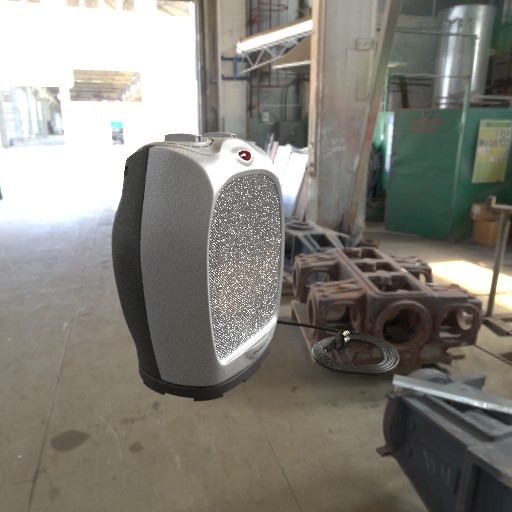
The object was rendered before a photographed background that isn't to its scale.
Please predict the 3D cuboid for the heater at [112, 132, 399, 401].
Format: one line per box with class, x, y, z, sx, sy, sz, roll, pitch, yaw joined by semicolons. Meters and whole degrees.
heater;0.000;0.000;0.474;0.291;0.255;0.239;9;19;27
